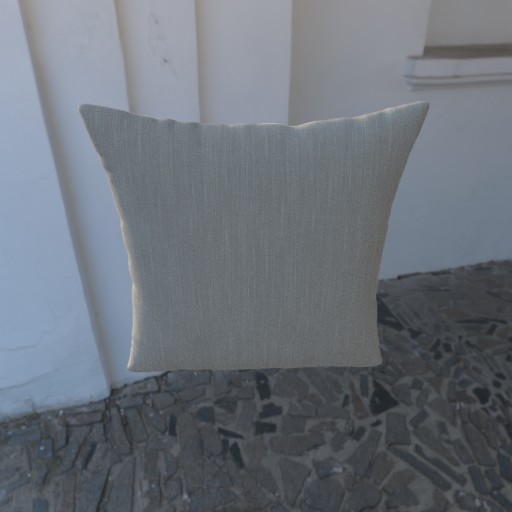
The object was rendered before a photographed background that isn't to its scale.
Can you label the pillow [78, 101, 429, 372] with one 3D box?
[{"bbox_3d":[0.000,0.000,0.766,0.511,0.509,0.161,-1,29,-2],"label":"pillow"}]
